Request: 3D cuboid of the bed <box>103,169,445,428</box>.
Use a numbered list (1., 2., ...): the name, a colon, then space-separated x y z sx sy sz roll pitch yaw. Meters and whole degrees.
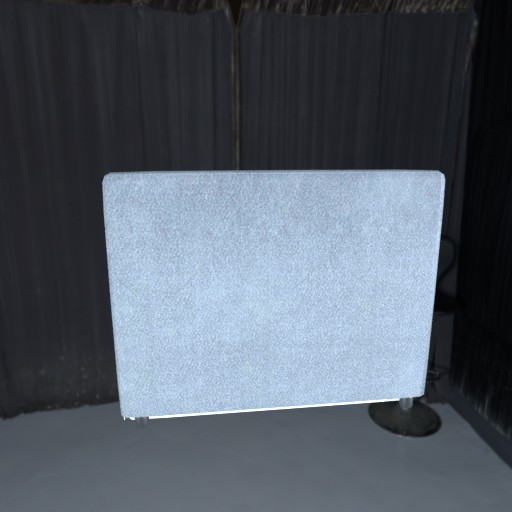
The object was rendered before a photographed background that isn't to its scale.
1. bed: 0.000 0.000 3.243 1.713 1.330 2.142 -2 14 -7
